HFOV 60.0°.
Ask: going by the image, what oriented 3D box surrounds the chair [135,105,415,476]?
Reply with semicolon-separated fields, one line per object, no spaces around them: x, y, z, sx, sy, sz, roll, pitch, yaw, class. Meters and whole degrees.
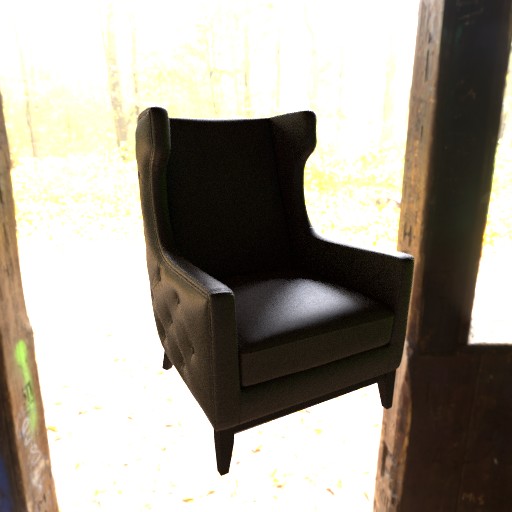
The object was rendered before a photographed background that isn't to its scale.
0.000;0.000;1.684;0.769;1.079;0.899;-9;18;-28;chair
